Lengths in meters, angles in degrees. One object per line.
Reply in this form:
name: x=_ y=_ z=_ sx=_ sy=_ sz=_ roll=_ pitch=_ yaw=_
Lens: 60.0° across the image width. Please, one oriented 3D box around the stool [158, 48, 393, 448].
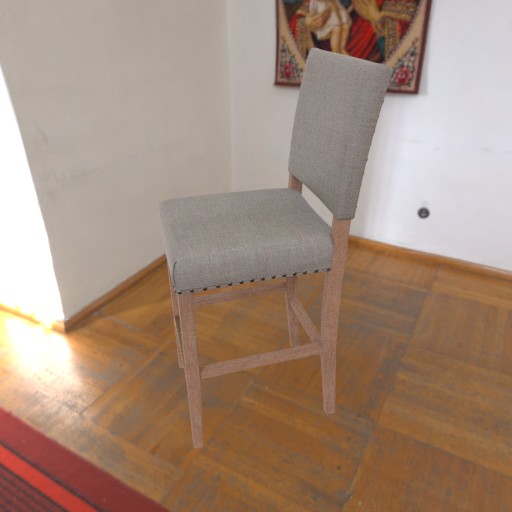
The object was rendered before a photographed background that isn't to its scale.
stool: x=0.000 y=0.000 z=1.465 sx=0.585 sy=1.203 sz=0.445 roll=-8 pitch=31 yaw=-13
